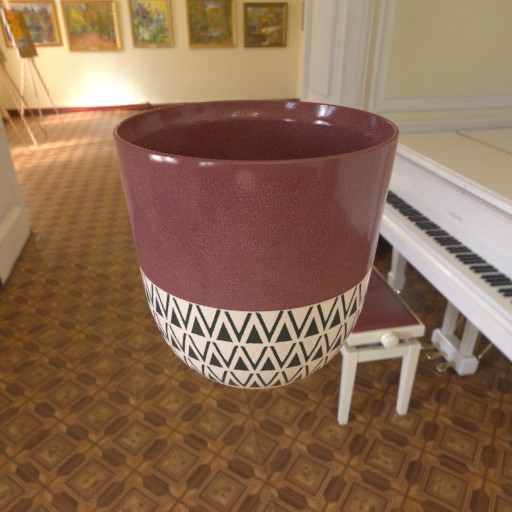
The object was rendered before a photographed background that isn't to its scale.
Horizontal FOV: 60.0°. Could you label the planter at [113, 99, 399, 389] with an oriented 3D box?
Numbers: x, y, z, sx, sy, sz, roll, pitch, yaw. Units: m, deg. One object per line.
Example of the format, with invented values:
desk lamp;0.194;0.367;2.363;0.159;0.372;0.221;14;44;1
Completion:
planter;0.000;0.000;0.363;0.195;0.214;0.195;0;28;0
